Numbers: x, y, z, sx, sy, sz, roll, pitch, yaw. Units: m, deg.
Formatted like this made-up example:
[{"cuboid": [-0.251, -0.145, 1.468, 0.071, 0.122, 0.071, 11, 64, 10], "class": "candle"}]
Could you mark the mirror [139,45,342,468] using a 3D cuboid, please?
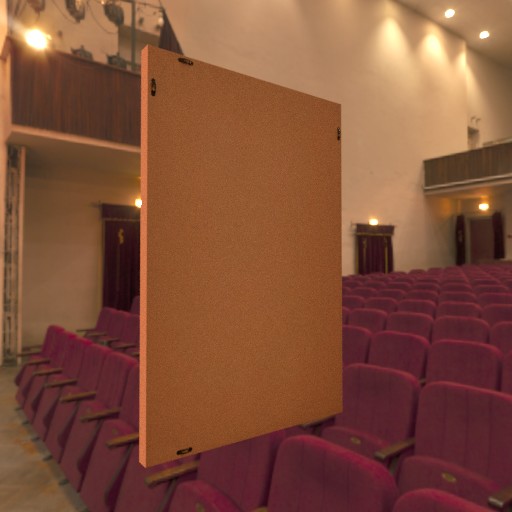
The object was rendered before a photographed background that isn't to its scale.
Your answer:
[{"cuboid": [0.000, 0.000, 1.150, 0.609, 0.915, 0.041, 1, -1, -36], "class": "mirror"}]
